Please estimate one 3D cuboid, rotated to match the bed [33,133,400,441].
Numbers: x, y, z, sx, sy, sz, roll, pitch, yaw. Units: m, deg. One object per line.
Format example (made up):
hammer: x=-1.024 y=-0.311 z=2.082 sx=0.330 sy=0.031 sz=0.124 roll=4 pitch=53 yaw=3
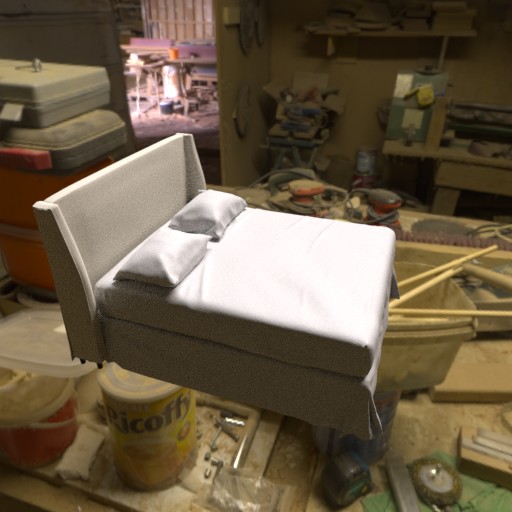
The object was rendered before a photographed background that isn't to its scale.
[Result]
bed: x=0.000 y=0.000 z=3.478 sx=2.276 sy=1.332 sz=1.925 roll=10 pitch=31 yaw=17
